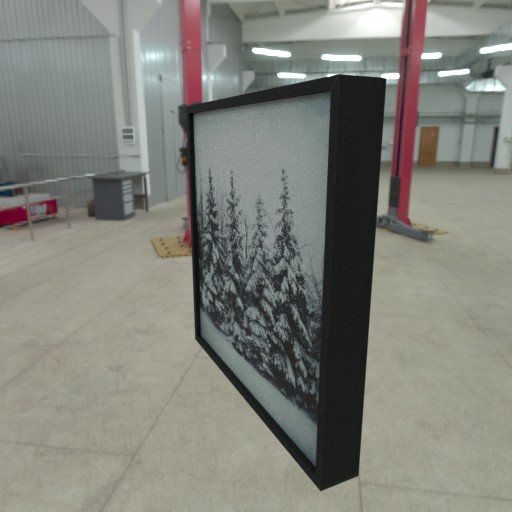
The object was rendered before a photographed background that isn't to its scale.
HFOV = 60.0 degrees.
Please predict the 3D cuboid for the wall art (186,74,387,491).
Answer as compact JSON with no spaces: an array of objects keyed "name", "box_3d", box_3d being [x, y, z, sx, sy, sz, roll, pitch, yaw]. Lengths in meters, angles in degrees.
[{"name":"wall art","box_3d":[0.000,0.000,0.448,0.037,0.305,0.305,-7,16,-25]}]
